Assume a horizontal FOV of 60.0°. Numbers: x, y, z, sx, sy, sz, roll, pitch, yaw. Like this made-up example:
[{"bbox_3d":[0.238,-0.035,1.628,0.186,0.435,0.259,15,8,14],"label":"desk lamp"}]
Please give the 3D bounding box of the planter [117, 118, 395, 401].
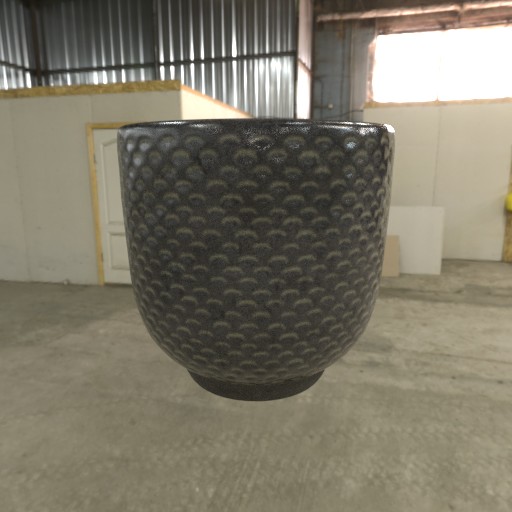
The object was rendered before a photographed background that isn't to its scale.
[{"bbox_3d":[0.000,0.000,0.346,0.197,0.191,0.197,0,12,0],"label":"planter"}]
